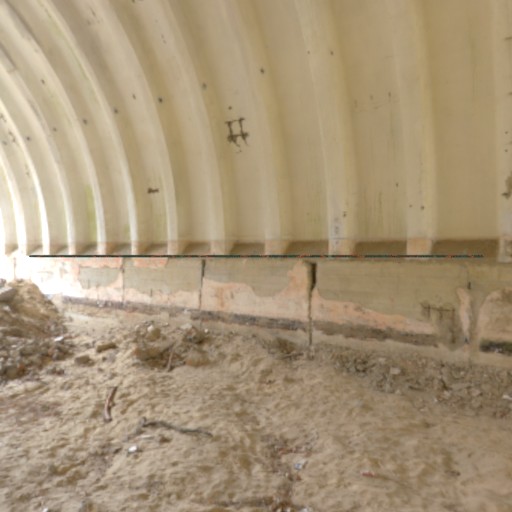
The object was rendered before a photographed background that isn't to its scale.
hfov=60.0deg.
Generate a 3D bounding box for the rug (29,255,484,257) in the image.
[{"bbox_3d":[0.000,0.000,2.546,2.286,0.013,0.686,0,0,0],"label":"rug"}]
